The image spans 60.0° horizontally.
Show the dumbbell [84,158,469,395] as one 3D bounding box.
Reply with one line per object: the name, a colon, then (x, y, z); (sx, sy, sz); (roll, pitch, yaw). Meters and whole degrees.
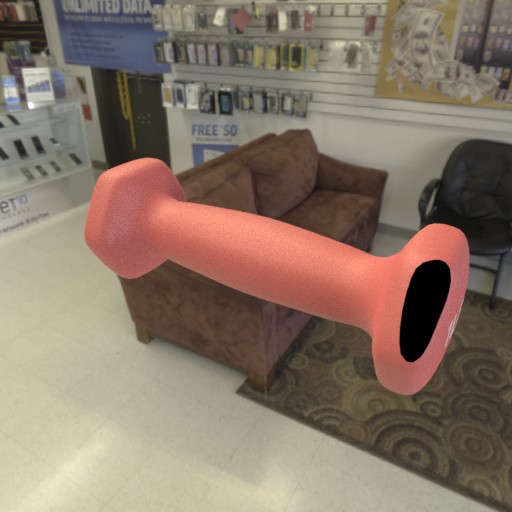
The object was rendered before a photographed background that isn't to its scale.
dumbbell: (0.000, 0.000, 0.144); (0.123, 0.043, 0.047); (18, 34, 29)
